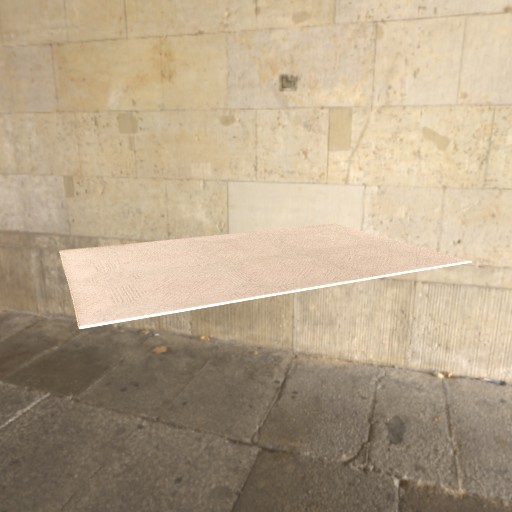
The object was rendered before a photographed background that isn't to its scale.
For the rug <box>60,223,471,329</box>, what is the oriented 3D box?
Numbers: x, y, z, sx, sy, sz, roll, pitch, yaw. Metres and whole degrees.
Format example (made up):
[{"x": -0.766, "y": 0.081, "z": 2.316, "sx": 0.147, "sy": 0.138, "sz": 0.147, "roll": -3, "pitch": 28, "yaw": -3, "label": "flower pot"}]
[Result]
[{"x": 0.000, "y": 0.000, "z": 3.083, "sx": 2.440, "sy": 0.008, "sz": 1.524, "roll": -7, "pitch": 16, "yaw": -25, "label": "rug"}]
